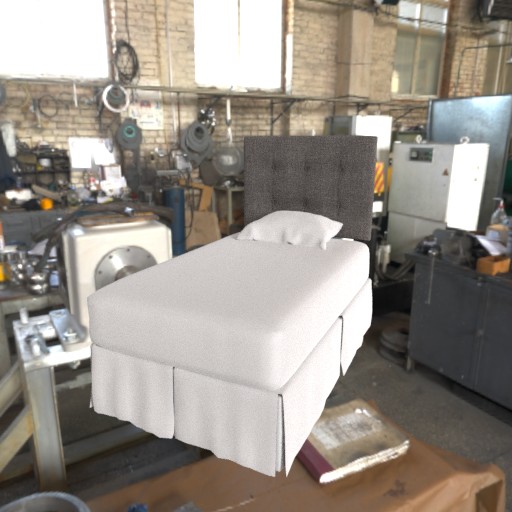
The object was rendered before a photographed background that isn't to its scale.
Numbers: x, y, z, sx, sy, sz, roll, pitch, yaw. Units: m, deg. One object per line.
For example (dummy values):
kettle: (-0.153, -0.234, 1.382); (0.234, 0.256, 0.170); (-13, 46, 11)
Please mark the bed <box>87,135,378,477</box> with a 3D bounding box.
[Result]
bed: (0.000, 0.000, 2.988); (1.261, 1.571, 1.997); (7, 17, 25)
